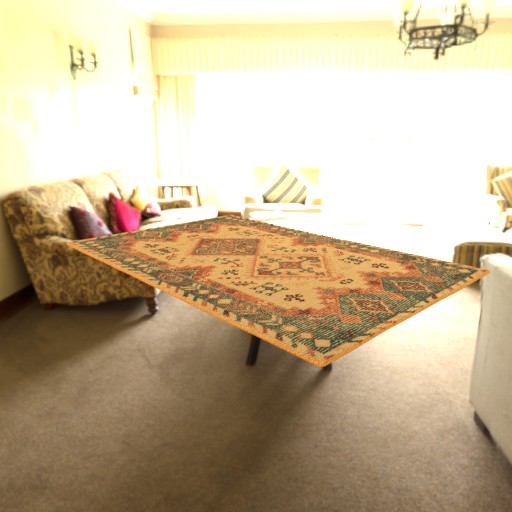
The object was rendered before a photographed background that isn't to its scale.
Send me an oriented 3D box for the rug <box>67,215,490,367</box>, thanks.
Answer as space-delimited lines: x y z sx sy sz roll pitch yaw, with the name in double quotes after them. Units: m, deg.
0.000 0.000 2.261 1.225 0.015 1.840 -15 22 -41 "rug"
